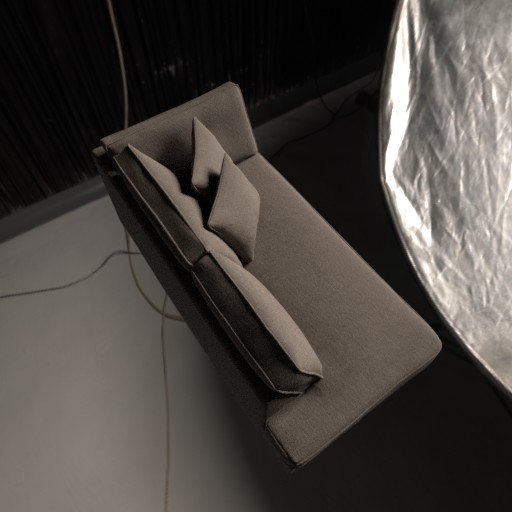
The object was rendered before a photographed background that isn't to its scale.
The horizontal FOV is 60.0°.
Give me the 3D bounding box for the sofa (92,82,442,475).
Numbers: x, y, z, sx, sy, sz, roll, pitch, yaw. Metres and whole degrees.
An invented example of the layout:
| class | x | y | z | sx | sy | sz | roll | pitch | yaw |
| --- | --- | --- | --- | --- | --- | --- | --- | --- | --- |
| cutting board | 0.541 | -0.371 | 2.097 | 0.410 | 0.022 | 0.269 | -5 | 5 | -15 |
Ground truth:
| class | x | y | z | sx | sy | sz | roll | pitch | yaw |
| --- | --- | --- | --- | --- | --- | --- | --- | --- | --- |
| sofa | 0.000 | 0.000 | 2.800 | 1.110 | 1.033 | 2.237 | -30 | 62 | -18 |
